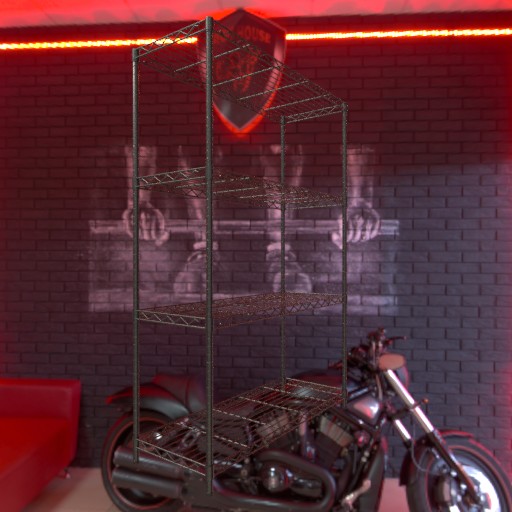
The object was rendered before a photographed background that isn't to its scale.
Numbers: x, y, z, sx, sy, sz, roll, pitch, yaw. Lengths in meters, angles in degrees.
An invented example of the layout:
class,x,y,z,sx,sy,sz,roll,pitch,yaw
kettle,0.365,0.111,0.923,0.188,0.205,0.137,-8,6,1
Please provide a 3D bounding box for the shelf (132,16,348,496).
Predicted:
class,x,y,z,sx,sy,sz,roll,pitch,yaw
shelf,0.000,0.000,1.716,0.352,1.361,0.907,0,0,37
